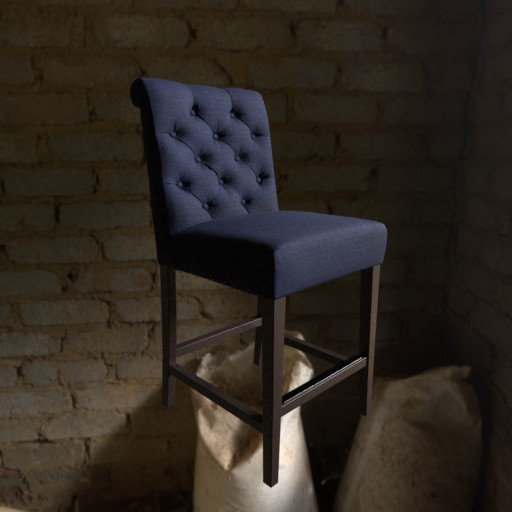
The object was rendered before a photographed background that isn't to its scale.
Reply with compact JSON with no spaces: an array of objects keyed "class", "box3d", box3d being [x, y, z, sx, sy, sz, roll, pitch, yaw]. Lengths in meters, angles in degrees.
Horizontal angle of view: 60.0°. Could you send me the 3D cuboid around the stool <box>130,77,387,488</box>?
[{"class":"stool","box3d":[0.000,0.000,1.326,0.493,1.010,0.601,-13,19,-43]}]
